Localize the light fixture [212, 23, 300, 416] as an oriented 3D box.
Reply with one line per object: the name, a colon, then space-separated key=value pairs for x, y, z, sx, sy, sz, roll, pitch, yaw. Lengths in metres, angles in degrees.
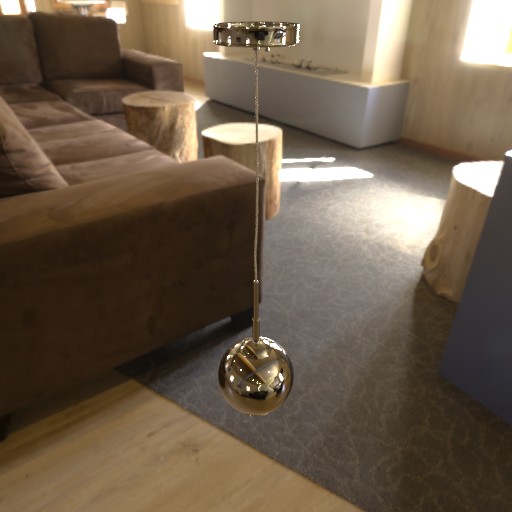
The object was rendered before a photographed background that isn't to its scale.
light fixture: x=0.000 y=0.000 z=1.657 sx=0.336 sy=1.538 sz=0.336 roll=-11 pitch=32 yaw=-17
